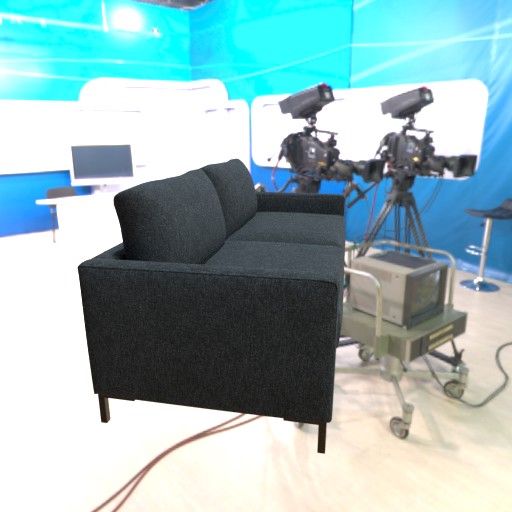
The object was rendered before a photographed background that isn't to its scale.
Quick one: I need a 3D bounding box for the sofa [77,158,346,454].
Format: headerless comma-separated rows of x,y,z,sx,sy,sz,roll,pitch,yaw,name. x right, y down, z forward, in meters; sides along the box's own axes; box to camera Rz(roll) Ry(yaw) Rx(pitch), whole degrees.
0.000,0.000,2.203,0.866,0.862,1.716,3,17,11,sofa
